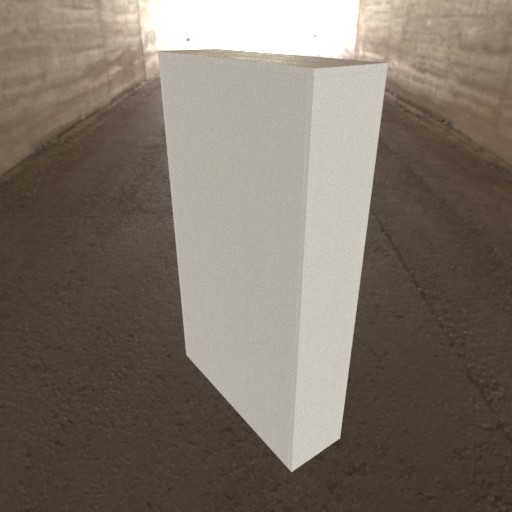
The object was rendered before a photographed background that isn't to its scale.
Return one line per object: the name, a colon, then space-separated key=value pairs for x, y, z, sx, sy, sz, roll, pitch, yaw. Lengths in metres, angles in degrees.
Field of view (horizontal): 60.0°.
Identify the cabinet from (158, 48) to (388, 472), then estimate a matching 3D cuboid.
cabinet: x=0.000 y=0.000 z=1.552 sx=0.250 sy=1.280 sz=0.750 roll=-19 pitch=33 yaw=-32
